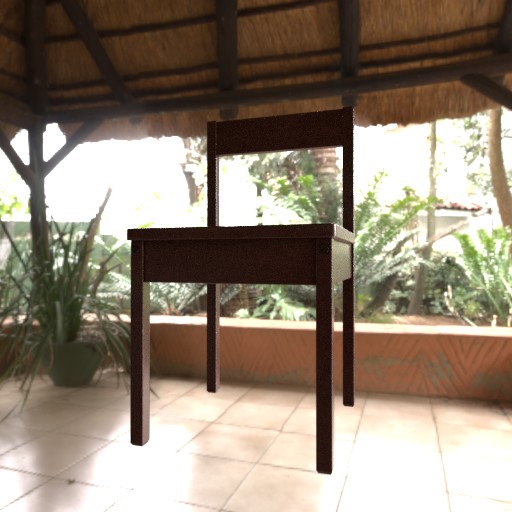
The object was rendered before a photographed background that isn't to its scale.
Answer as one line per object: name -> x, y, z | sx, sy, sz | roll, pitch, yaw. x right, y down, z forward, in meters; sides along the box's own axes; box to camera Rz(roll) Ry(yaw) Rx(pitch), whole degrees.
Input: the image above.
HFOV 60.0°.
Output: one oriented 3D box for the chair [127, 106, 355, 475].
chair -> 0.000, 0.000, 0.889 | 0.367, 0.668, 0.361 | 0, -1, 18
